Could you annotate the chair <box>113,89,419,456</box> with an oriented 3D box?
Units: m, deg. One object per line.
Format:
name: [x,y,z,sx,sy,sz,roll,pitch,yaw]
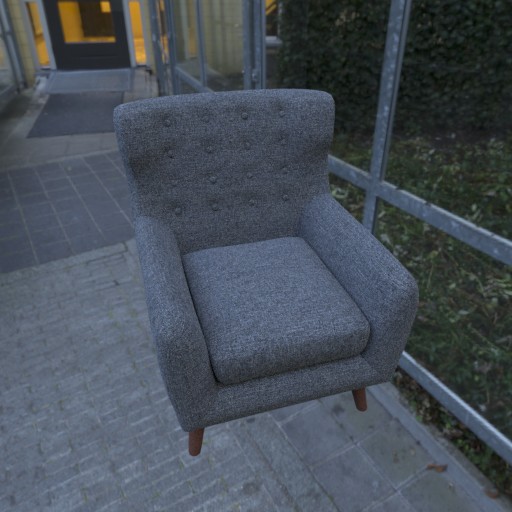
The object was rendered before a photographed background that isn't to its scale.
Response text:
chair: [0.000,0.000,1.702,0.889,1.039,0.940,-9,33,-14]
